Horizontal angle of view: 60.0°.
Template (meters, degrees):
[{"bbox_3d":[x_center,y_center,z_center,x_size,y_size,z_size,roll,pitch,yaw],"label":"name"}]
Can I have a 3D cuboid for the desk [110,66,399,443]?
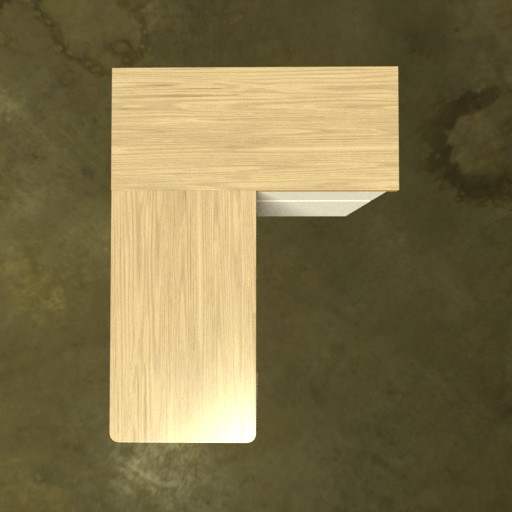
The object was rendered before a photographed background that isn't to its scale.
[{"bbox_3d":[0.000,0.000,1.758,0.900,0.760,1.170,0,89,1],"label":"desk"}]
